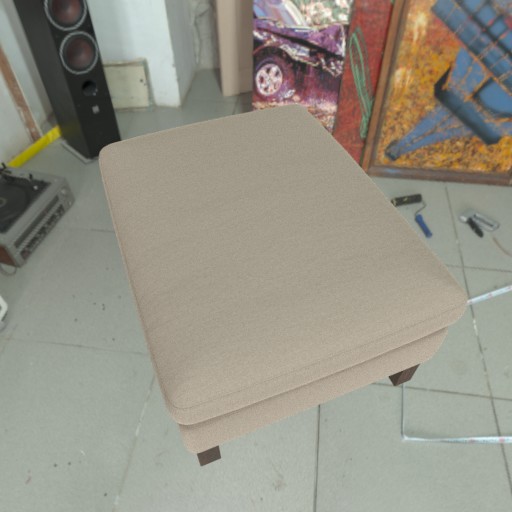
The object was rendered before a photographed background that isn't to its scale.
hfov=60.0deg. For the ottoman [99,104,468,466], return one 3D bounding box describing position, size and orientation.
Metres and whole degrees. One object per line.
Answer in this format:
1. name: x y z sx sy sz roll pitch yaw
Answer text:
1. ottoman: 0.000 0.000 1.099 0.606 0.420 0.771 -17 51 -14
